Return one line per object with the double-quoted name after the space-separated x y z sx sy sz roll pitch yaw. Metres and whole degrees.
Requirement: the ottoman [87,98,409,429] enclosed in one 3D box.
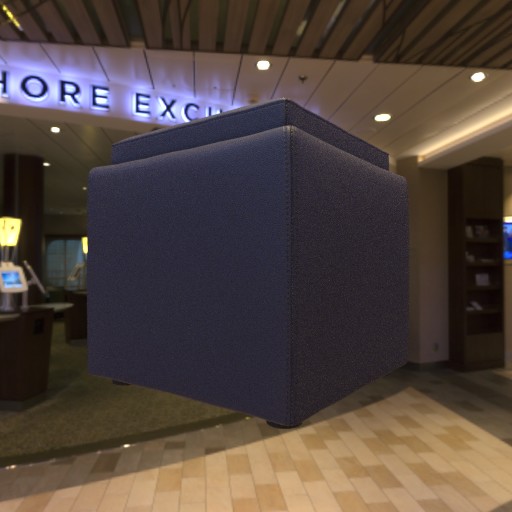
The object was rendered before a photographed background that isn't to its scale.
0.000 0.000 0.840 0.451 0.460 0.450 -1 -1 37 "ottoman"
